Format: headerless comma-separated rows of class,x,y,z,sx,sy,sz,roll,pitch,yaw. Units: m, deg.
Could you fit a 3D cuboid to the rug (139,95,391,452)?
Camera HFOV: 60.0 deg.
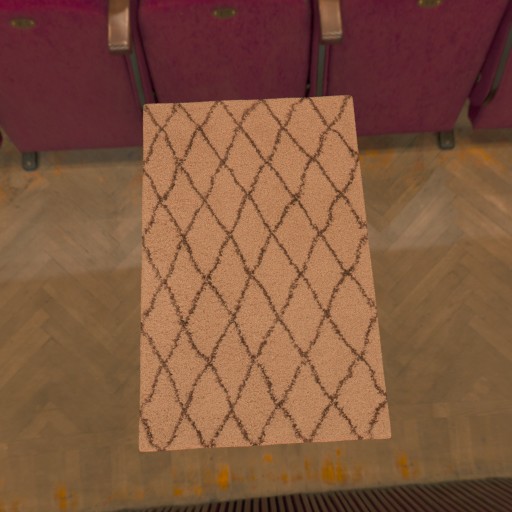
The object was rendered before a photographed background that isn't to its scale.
rug,0.000,0.000,3.446,1.778,0.030,2.743,-3,76,-1
